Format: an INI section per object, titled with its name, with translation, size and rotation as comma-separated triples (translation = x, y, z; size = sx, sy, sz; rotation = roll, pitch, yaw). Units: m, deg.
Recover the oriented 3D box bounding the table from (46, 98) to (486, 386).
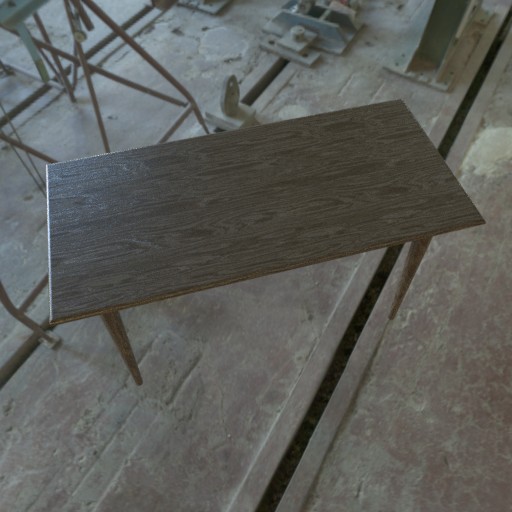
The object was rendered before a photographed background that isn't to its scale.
[table]
translation = 0.000, 0.000, 1.745
size = 1.300, 0.780, 0.599
rotation = -13, 59, -8
